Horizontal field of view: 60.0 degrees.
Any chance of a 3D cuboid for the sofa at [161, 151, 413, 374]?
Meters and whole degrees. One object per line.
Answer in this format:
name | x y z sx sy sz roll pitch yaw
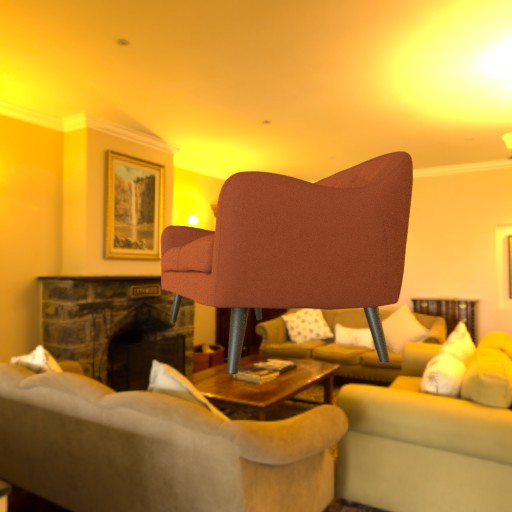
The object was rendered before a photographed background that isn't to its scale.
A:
sofa | 0.000 0.000 2.314 0.820 0.836 1.840 1 -2 -18
